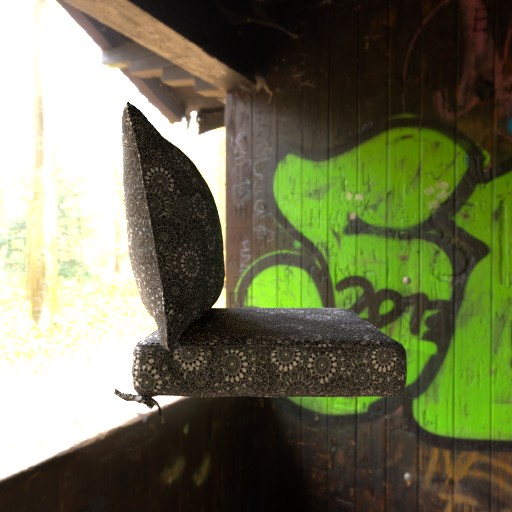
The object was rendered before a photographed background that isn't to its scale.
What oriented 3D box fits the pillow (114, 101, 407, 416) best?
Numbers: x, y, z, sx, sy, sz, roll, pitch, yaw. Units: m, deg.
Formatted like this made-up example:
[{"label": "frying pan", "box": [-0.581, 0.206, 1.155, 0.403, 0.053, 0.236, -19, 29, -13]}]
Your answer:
[{"label": "pillow", "box": [0.000, 0.000, 1.380, 0.740, 0.722, 0.798, 0, 1, 1]}]
